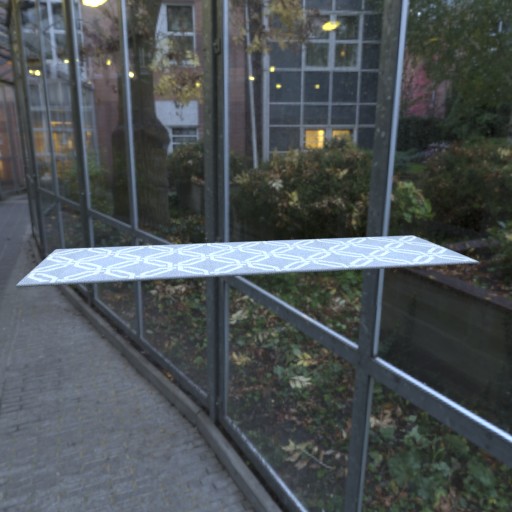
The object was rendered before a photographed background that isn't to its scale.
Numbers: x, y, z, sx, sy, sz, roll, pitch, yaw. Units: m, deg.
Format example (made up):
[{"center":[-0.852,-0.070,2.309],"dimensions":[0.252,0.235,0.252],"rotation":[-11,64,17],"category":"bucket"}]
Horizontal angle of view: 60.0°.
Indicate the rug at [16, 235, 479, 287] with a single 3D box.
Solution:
[{"center":[0.000,0.000,2.471],"dimensions":[2.276,0.014,0.678],"rotation":[-3,15,-10],"category":"rug"}]
